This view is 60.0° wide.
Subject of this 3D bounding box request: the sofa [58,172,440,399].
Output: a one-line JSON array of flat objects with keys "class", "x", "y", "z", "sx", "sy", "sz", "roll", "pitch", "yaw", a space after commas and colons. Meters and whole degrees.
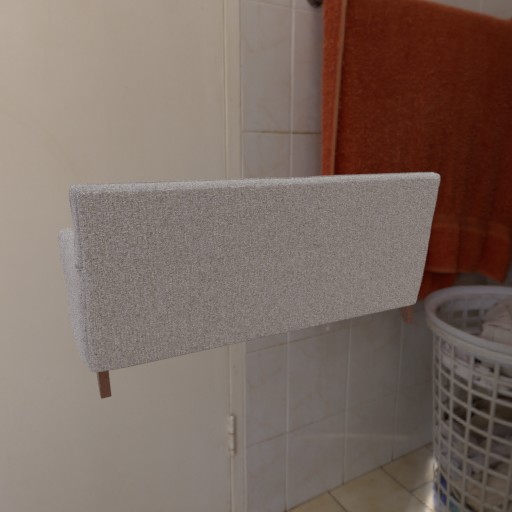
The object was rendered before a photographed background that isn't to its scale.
[{"class": "sofa", "x": 0.000, "y": 0.000, "z": 2.556, "sx": 2.026, "sy": 0.942, "sz": 0.854, "roll": -7, "pitch": 15, "yaw": -27}]
